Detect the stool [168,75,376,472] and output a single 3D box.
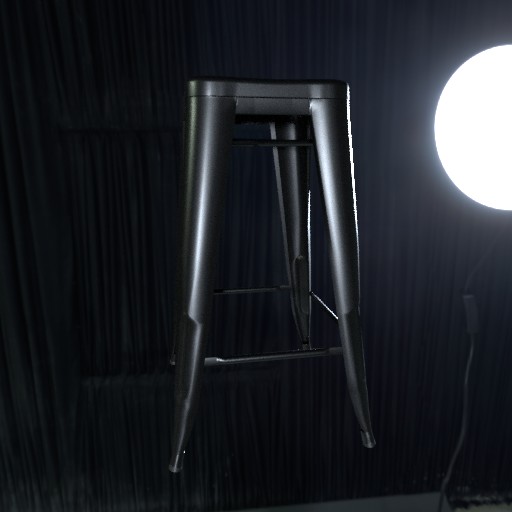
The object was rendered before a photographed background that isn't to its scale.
[{"bbox_3d":[0.000,0.000,0.858,0.359,0.609,0.399,-3,14,-10],"label":"stool"}]
